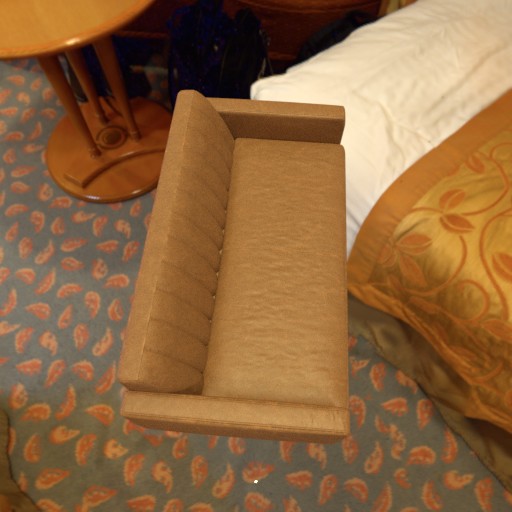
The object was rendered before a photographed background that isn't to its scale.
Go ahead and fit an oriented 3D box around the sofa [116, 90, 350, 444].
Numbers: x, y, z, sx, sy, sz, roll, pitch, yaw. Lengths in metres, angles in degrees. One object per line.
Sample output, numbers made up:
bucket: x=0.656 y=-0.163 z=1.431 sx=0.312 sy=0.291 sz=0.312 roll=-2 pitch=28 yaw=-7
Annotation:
sofa: x=0.000 y=0.000 z=2.431 sx=0.993 sy=0.821 sz=1.847 roll=4 pitch=63 yaw=2
